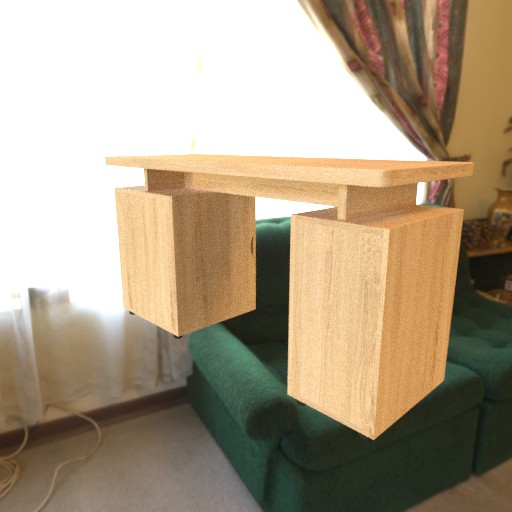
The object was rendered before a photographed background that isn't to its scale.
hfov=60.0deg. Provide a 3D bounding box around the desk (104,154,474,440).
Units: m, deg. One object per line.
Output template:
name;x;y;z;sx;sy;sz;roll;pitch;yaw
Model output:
desk;0.000;0.000;1.771;0.550;0.760;1.400;-14;20;-43
